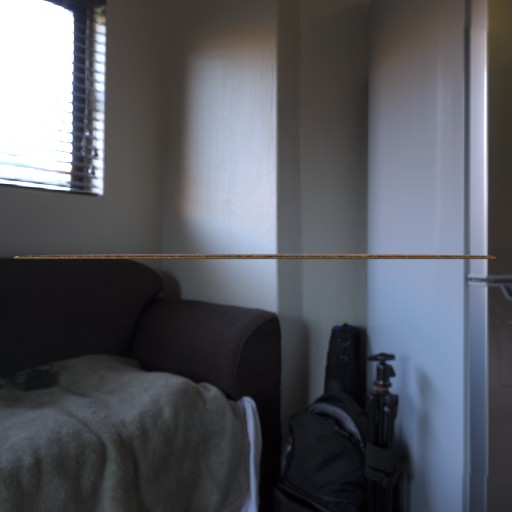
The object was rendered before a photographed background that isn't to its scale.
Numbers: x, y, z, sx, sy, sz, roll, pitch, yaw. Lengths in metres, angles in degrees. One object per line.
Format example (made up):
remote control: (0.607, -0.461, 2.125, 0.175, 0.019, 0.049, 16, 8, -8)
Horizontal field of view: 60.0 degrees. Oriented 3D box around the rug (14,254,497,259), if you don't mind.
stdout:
rug: (0.000, 0.000, 2.180, 1.758, 0.013, 1.148, 0, 0, 1)
